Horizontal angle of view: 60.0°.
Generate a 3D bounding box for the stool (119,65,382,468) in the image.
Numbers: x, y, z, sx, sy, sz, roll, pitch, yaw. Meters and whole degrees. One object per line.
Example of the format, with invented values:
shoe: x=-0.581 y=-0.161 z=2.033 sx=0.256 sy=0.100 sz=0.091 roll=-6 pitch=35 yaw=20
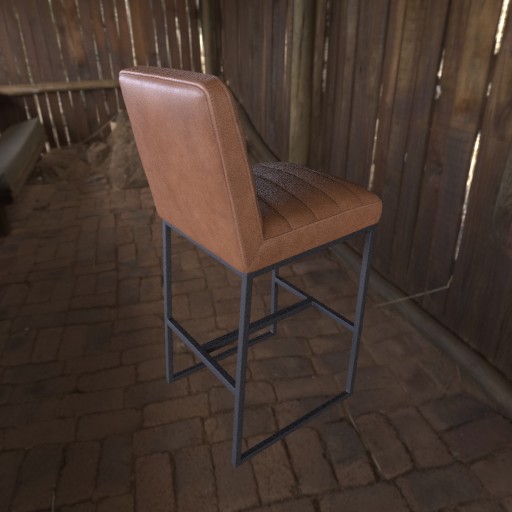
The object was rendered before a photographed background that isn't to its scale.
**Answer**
stool: x=0.000 y=0.000 z=1.312 sx=0.556 sy=1.040 sz=0.458 roll=-18 pitch=32 yaw=-32
